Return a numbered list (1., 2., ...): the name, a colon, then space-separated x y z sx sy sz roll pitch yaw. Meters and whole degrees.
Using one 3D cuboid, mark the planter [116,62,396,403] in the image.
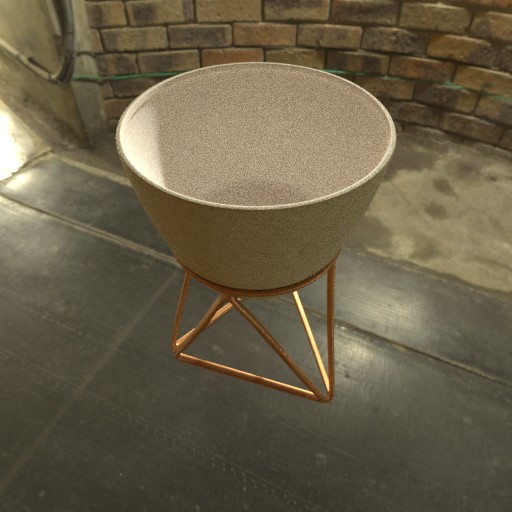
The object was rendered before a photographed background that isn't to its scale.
1. planter: 0.000 0.000 0.747 0.350 0.504 0.350 -9 47 -9
